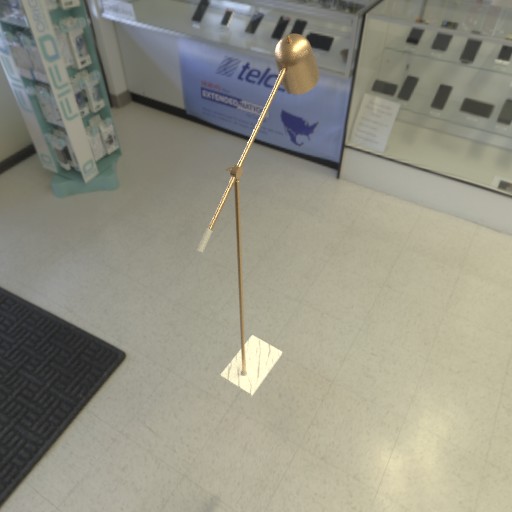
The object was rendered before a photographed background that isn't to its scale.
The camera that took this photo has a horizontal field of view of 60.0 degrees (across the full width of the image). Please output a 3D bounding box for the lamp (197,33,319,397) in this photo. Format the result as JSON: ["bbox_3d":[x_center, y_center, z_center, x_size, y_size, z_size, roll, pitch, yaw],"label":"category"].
[{"bbox_3d":[0.000,0.000,1.792,0.194,1.594,0.653,25,51,23],"label":"lamp"}]
